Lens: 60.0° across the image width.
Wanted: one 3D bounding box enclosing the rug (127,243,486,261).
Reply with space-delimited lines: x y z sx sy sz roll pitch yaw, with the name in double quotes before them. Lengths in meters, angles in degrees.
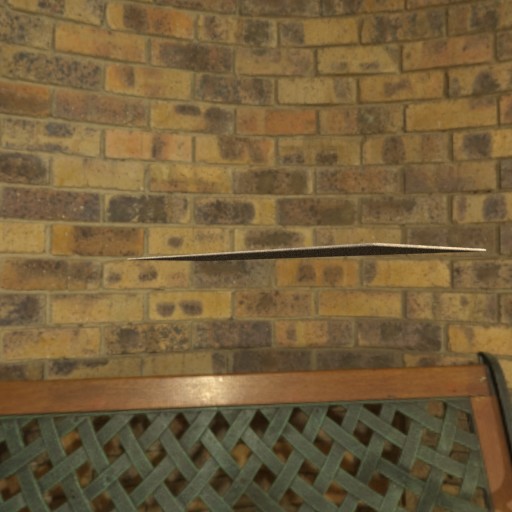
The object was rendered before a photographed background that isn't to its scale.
"rug" 0.000 0.000 2.721 0.750 0.011 2.435 1 -2 -36
